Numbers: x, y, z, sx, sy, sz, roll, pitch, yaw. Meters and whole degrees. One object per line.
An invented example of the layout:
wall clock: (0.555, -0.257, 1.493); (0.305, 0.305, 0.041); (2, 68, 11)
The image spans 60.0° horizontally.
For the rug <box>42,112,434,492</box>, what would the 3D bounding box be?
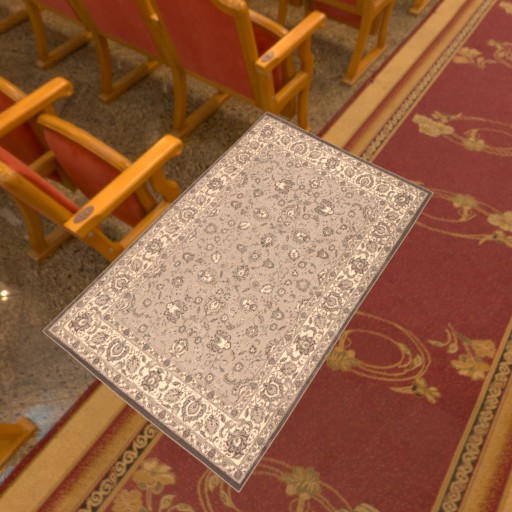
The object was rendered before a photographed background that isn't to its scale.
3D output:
rug: (0.000, 0.000, 3.017); (1.524, 0.011, 2.438); (31, 64, 18)
